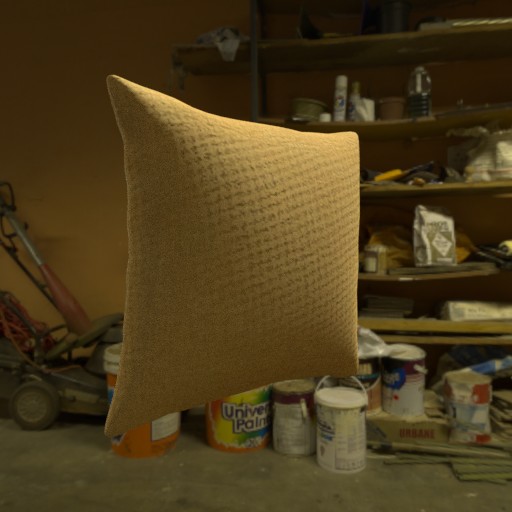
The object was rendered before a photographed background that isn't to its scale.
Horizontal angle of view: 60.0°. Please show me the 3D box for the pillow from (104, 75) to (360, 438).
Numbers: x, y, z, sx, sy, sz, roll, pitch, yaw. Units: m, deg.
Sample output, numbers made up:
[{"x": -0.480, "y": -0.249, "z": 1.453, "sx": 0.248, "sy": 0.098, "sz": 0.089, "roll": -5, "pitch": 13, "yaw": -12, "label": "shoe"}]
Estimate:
[{"x": 0.000, "y": 0.000, "z": 0.620, "sx": 0.419, "sy": 0.407, "sz": 0.173, "roll": 0, "pitch": 1, "yaw": -36, "label": "pillow"}]
